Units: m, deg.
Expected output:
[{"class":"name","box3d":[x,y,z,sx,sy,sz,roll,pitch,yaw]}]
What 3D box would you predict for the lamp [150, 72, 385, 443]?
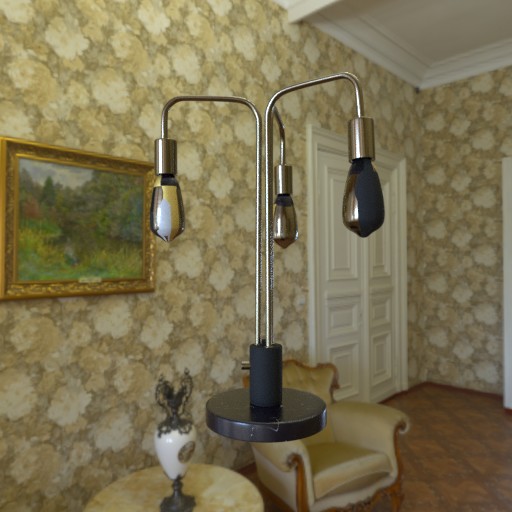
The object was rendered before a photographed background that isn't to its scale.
[{"class":"lamp","box3d":[0.000,0.000,0.793,0.368,0.560,0.355,0,-1,-2]}]
